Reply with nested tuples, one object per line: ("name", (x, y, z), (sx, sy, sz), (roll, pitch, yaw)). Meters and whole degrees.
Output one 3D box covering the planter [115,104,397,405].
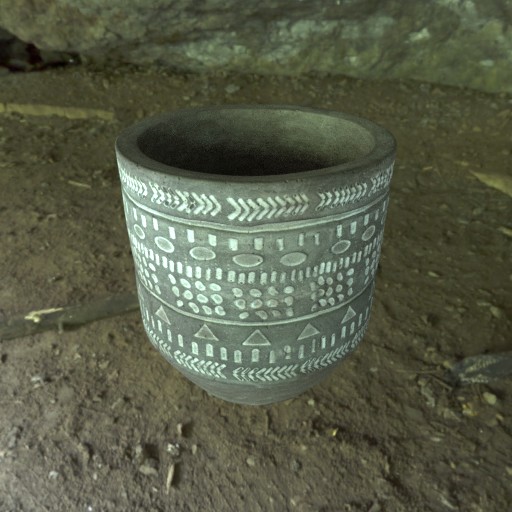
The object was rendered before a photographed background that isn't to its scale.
("planter", (0.000, 0.000, 0.266), (0.142, 0.149, 0.142), (0, 31, 0))
